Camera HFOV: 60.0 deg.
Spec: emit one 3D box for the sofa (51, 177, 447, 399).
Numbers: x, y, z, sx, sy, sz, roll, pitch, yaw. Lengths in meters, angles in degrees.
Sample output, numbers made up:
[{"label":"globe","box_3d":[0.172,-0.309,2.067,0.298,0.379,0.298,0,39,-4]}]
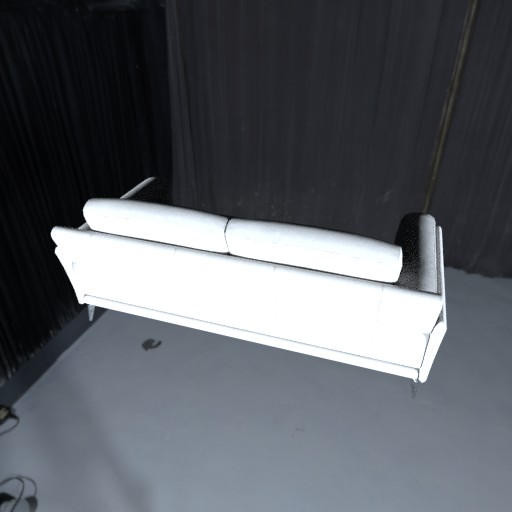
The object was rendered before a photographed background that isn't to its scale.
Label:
[{"label":"sofa","box_3d":[0.000,0.000,2.685,2.101,0.930,1.049,10,34,15]}]
